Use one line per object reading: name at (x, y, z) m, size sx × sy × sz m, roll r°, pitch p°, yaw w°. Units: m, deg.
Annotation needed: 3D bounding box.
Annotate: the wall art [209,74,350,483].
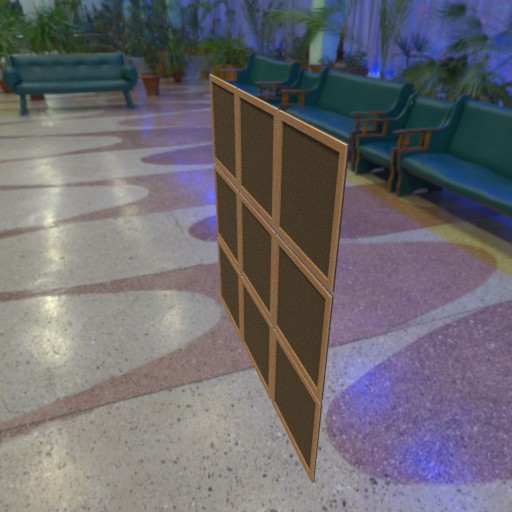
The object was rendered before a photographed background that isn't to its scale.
wall art at (0.000, 0.000, 2.231) m, size 0.013 × 1.525 × 1.520 m, roll -10°, pitch 31°, yaw -17°
